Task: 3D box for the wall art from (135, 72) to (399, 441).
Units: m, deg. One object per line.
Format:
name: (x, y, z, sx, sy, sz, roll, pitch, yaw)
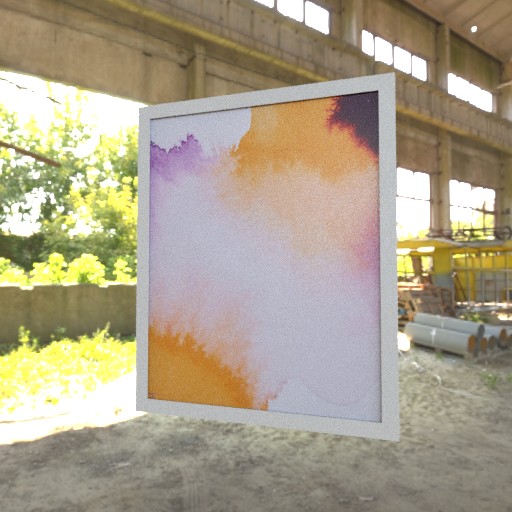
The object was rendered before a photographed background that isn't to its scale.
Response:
wall art: (0.000, 0.000, 1.090, 0.661, 0.811, 0.026, -1, -2, 18)
